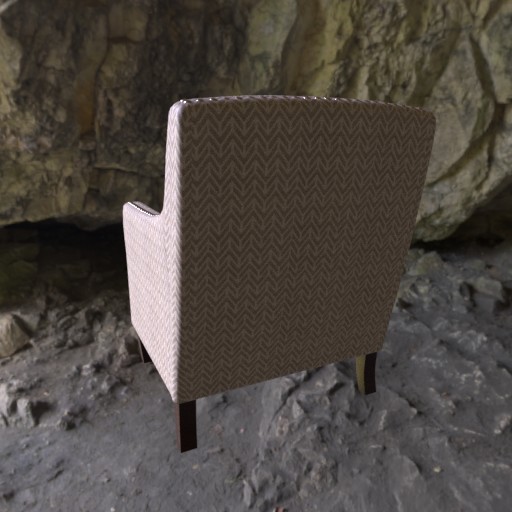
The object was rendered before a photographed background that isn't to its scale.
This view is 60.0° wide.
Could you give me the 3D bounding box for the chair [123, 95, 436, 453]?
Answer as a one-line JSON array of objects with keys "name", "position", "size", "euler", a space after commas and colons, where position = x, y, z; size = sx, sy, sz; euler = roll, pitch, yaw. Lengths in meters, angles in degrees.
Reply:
[{"name": "chair", "position": [0.000, 0.000, 1.265], "size": [0.623, 0.816, 0.651], "euler": [-7, 17, -25]}]
